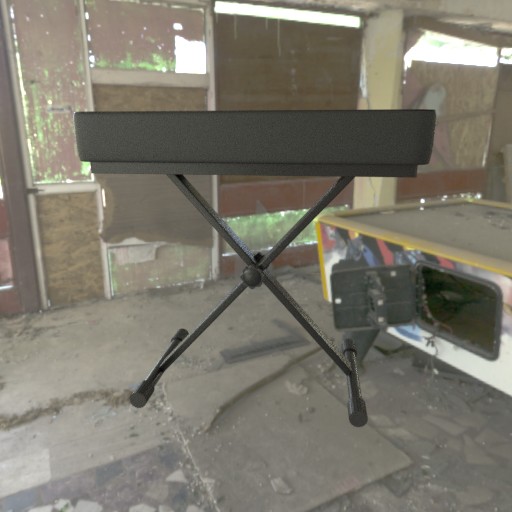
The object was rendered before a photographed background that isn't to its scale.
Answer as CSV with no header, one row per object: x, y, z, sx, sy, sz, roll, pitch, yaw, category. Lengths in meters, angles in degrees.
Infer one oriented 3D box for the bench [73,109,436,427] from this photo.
0.000,0.000,0.920,0.600,0.561,0.300,2,16,8,bench
